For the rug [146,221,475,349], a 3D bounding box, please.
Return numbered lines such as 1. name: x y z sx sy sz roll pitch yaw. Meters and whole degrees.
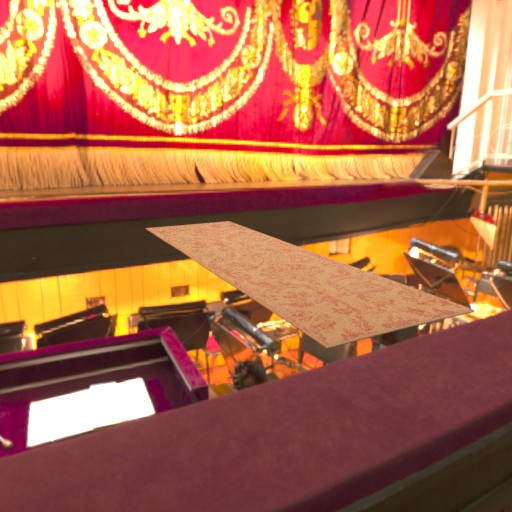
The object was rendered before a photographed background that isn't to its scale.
1. rug: 0.000 0.000 2.409 0.662 0.011 2.196 -7 16 -27
